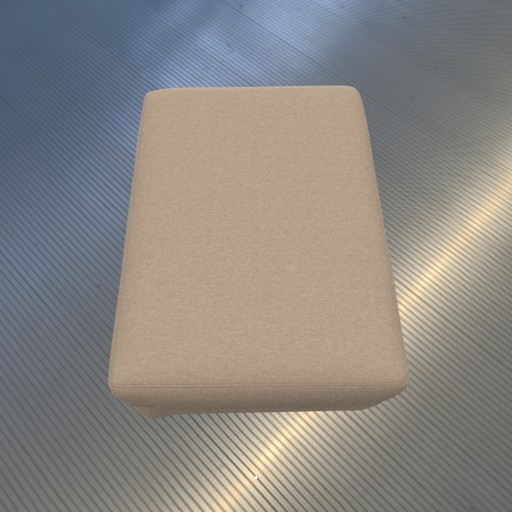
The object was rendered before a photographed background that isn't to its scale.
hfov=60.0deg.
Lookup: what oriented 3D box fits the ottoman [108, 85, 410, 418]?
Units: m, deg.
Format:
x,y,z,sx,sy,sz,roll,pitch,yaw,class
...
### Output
x,y,z,sx,sy,sz,roll,pitch,yaw,class
0.000,0.000,1.138,0.574,0.497,0.773,-1,63,0,ottoman
